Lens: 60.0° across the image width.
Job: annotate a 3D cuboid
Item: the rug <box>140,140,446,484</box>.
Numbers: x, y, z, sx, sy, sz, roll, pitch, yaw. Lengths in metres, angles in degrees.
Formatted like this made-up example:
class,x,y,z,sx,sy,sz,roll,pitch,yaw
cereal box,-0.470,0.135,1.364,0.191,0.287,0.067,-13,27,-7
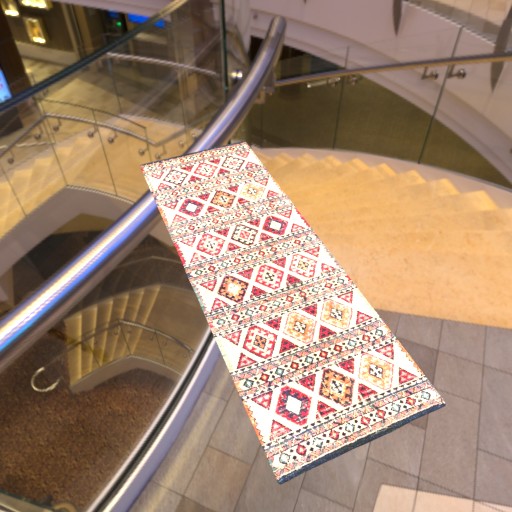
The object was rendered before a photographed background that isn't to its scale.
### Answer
class,x,y,z,sx,sy,sz,roll,pitch,yaw
rug,0.000,0.000,2.603,0.832,0.008,2.362,-17,49,-16
